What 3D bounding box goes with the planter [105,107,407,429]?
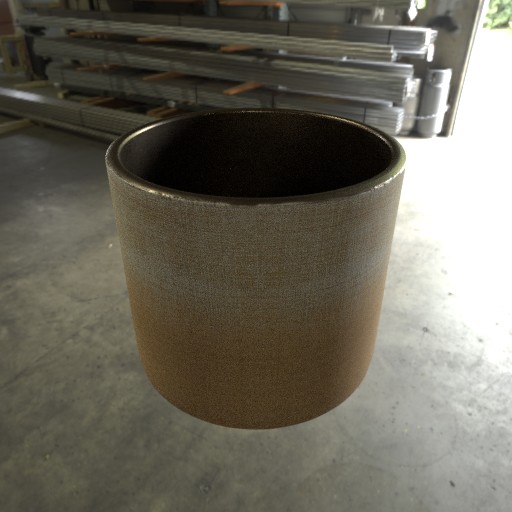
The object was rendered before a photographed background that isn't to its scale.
[{"bbox_3d":[0.000,0.000,0.383,0.221,0.201,0.221,0,32,0],"label":"planter"}]
